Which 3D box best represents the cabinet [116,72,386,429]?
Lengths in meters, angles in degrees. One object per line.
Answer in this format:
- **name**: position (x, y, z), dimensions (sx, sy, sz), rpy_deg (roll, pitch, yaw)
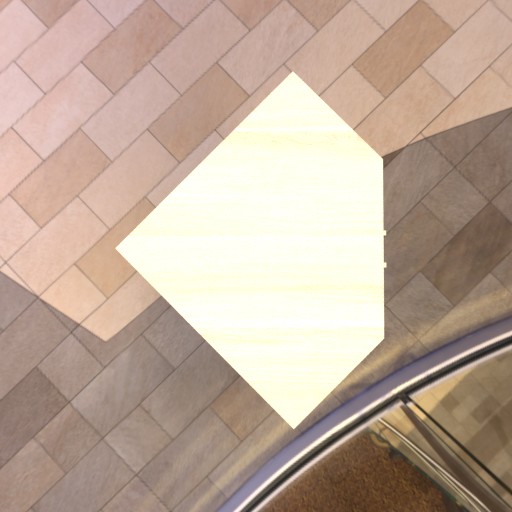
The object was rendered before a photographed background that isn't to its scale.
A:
- **cabinet**: position (0.000, 0.000, 2.555), dimensions (0.969, 1.957, 1.272), rpy_deg (0, 88, 1)
